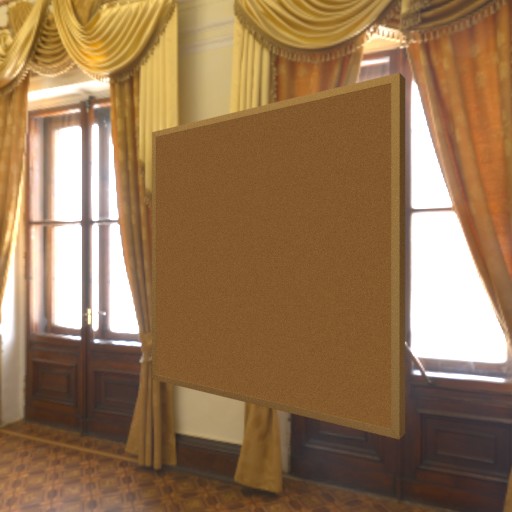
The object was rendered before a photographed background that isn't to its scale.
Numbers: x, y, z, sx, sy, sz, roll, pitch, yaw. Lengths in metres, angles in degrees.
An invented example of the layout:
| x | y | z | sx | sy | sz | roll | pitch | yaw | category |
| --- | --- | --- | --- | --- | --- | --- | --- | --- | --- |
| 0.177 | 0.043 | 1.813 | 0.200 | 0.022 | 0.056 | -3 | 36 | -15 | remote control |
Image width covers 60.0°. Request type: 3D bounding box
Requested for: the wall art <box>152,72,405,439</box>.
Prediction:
| x | y | z | sx | sy | sz | roll | pitch | yaw | category |
| --- | --- | --- | --- | --- | --- | --- | --- | --- | --- |
| 0.000 | 0.000 | 1.158 | 0.762 | 0.762 | 0.038 | 0 | 0 | 36 | wall art |
